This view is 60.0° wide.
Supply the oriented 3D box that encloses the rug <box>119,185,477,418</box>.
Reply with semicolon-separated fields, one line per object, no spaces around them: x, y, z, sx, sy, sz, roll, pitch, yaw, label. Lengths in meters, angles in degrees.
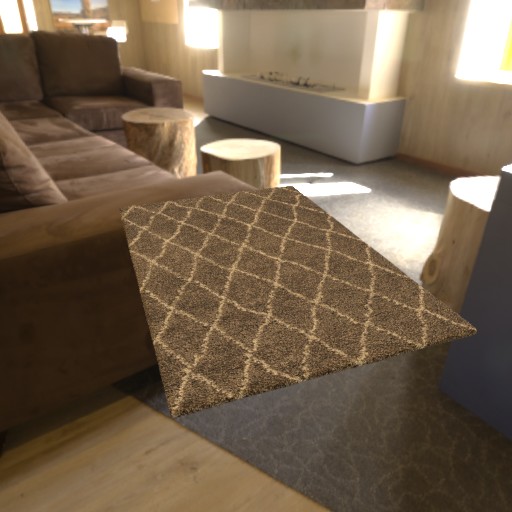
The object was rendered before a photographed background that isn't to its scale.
0.000;0.000;2.299;1.219;0.030;1.778;-10;30;-18;rug
